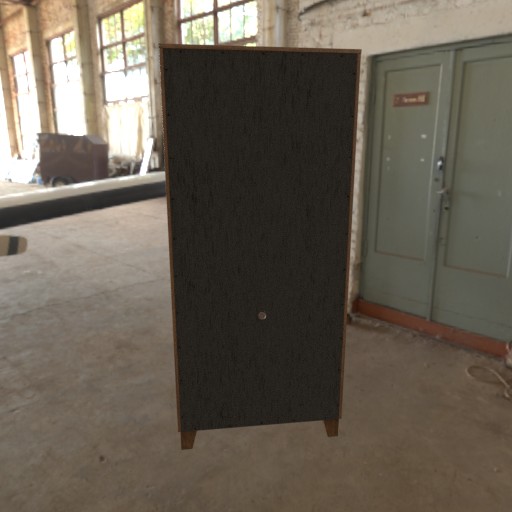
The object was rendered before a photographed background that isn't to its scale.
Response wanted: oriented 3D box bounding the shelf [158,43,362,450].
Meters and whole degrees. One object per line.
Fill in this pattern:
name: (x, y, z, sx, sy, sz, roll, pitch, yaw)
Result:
shelf: (0.000, 0.000, 2.317, 0.864, 1.930, 0.453, -2, 14, -7)
